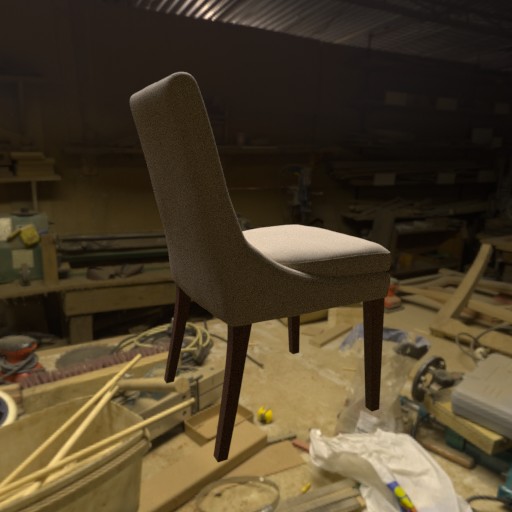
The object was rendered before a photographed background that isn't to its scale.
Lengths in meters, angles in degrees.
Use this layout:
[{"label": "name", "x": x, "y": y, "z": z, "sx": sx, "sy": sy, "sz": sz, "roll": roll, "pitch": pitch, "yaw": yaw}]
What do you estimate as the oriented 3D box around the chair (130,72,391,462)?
[{"label": "chair", "x": 0.000, "y": 0.000, "z": 1.333, "sx": 0.638, "sy": 0.940, "sz": 0.515, "roll": -7, "pitch": 15, "yaw": -27}]
